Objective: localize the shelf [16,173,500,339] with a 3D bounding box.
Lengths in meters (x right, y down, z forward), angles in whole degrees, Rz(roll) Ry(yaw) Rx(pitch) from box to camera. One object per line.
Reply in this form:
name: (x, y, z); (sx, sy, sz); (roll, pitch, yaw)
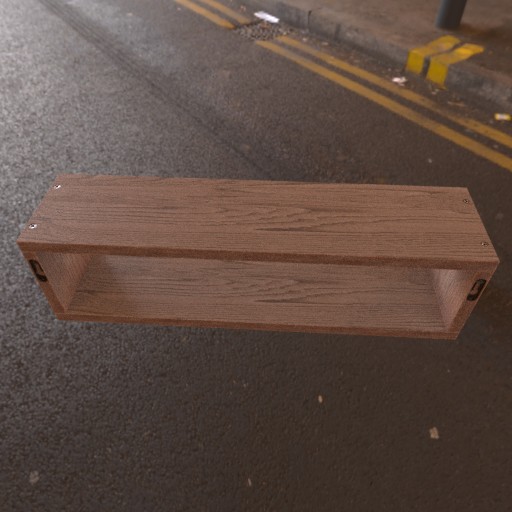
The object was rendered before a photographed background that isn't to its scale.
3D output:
shelf: (0.000, 0.000, 0.670); (0.610, 0.170, 0.150); (2, 46, 2)
